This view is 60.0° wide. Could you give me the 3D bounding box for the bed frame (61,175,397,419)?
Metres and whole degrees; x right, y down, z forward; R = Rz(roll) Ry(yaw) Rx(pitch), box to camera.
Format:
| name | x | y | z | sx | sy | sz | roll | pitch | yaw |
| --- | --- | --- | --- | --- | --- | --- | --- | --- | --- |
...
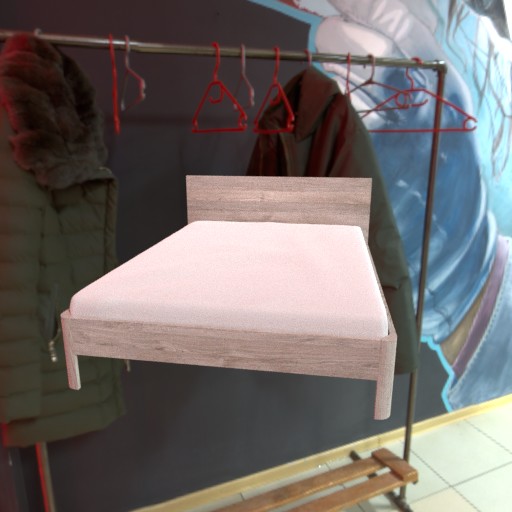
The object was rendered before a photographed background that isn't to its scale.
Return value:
| name | x | y | z | sx | sy | sz | roll | pitch | yaw |
| --- | --- | --- | --- | --- | --- | --- | --- | --- | --- |
| bed frame | 0.000 | 0.000 | 2.730 | 1.490 | 0.800 | 1.950 | 3 | 15 | 9 |
